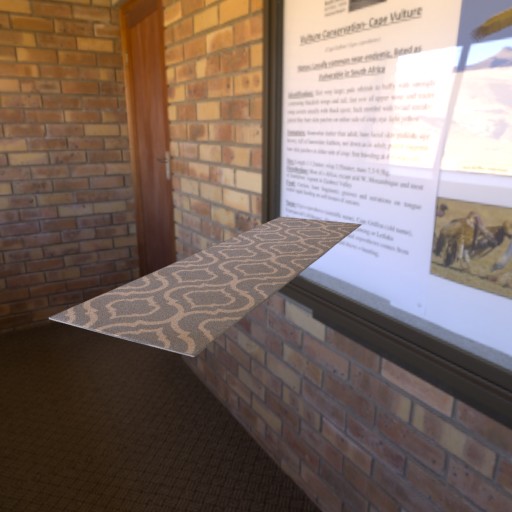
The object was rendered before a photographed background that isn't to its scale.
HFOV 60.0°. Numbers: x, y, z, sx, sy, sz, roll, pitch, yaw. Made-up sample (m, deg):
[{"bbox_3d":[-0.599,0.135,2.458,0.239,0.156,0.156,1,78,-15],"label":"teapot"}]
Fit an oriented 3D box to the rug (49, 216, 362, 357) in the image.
[{"bbox_3d":[0.000,0.000,2.557,0.684,0.009,2.275,8,18,25],"label":"rug"}]
